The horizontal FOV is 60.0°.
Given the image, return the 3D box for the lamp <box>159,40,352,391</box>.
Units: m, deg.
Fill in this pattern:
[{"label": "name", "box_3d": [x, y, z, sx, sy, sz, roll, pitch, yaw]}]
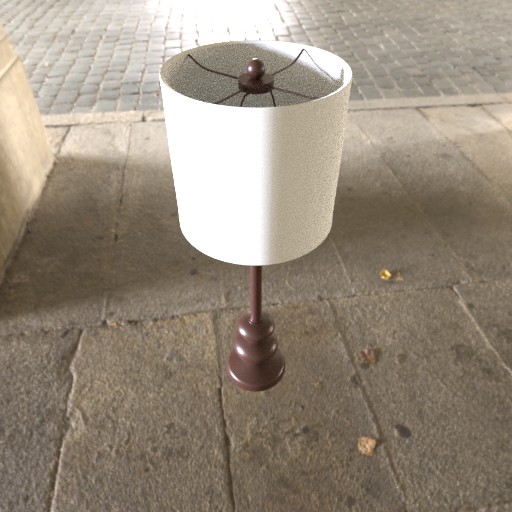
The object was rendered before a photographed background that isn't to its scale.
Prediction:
[{"label": "lamp", "box_3d": [0.000, 0.000, 0.809, 0.254, 0.690, 0.254, 26, 48, 26]}]
